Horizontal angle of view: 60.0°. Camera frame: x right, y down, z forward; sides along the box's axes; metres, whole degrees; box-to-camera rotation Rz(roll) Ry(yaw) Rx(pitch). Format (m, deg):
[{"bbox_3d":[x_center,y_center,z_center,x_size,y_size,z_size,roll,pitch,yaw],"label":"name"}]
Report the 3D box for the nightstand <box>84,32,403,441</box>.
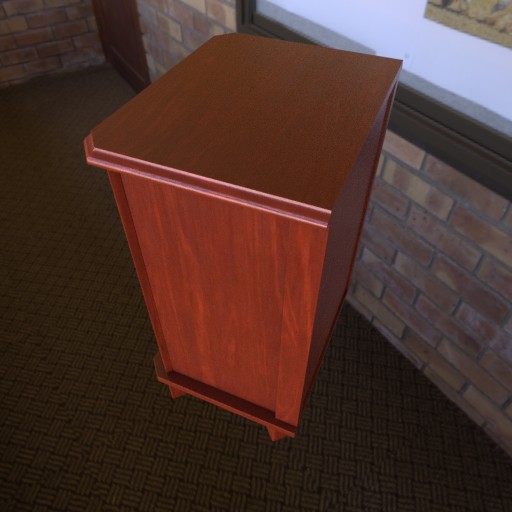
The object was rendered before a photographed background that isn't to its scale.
[{"bbox_3d":[0.000,0.000,0.891,0.351,0.681,0.435,17,49,16],"label":"nightstand"}]
